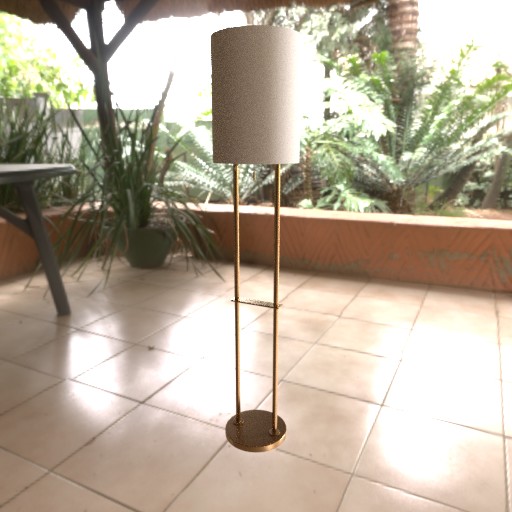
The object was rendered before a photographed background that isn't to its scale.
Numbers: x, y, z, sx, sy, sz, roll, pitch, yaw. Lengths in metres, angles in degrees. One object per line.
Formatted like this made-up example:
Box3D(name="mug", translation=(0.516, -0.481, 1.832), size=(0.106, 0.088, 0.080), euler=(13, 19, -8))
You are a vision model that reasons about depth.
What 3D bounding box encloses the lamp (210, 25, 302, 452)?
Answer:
Box3D(name="lamp", translation=(0.000, 0.000, 1.654), size=(0.306, 1.500, 0.305), euler=(7, 15, 25))
